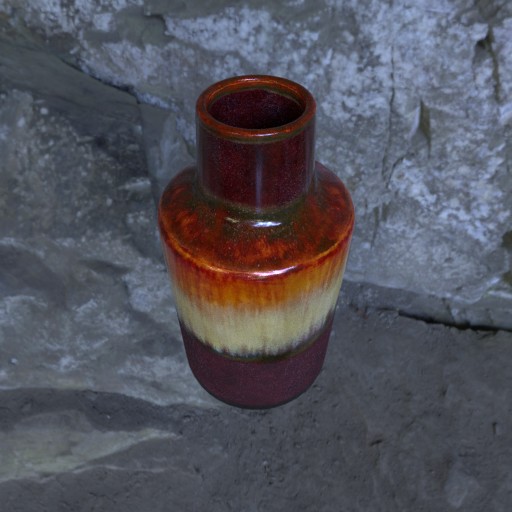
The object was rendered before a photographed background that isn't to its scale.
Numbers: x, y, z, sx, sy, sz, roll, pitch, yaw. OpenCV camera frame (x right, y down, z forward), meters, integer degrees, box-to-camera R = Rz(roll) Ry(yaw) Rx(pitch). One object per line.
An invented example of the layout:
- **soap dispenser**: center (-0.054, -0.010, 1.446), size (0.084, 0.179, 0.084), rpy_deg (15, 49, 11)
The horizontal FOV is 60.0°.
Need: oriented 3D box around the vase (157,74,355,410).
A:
- **vase**: center (0.000, 0.000, 0.271), size (0.108, 0.204, 0.108), rpy_deg (0, 47, 0)
